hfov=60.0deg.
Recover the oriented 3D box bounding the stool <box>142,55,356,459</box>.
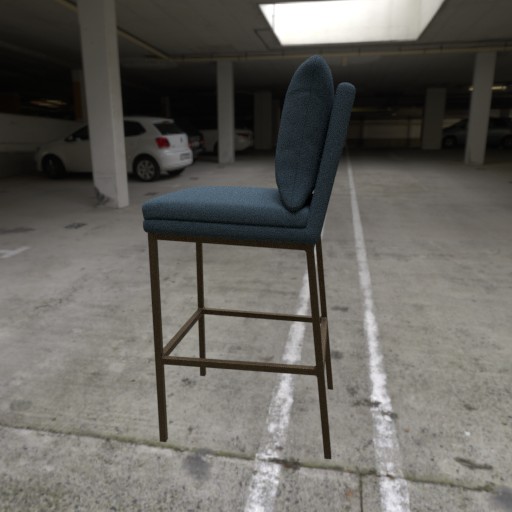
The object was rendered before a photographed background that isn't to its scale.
[{"bbox_3d":[0.000,0.000,1.434,0.568,1.124,0.463,2,14,10],"label":"stool"}]
